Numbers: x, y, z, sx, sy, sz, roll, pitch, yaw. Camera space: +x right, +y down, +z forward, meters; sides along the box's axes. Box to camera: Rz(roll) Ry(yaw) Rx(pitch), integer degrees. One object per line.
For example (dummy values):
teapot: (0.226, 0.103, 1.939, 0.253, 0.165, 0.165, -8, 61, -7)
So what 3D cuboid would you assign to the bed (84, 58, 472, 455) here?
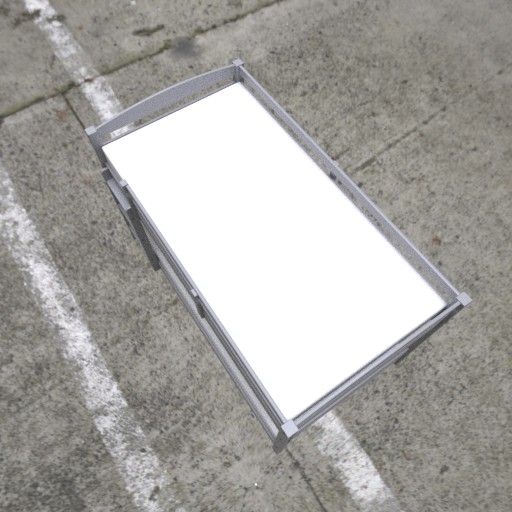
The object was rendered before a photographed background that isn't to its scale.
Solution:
bed: (0.000, 0.000, 2.821, 1.105, 1.206, 2.013, -31, 67, -15)
